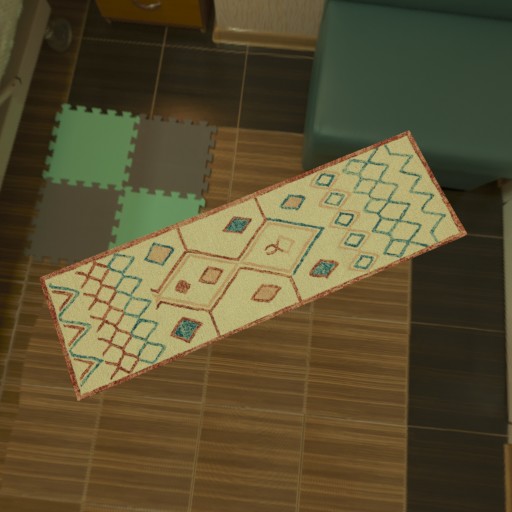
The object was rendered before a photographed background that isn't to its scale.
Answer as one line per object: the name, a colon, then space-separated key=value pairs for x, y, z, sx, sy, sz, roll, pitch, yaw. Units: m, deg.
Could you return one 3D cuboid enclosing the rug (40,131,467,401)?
rug: x=0.000 y=0.000 z=2.622 sx=2.435 sy=0.011 sz=0.750 roll=-22 pitch=77 yaw=-5
